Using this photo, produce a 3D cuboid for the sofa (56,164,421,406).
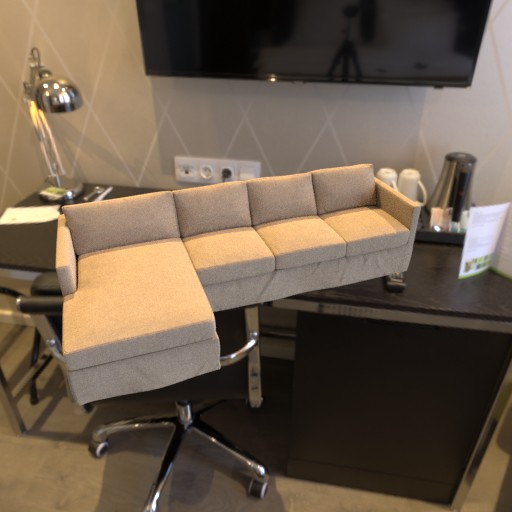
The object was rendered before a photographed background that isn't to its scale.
[{"bbox_3d":[0.000,0.000,3.868,3.198,0.920,1.638,-10,33,-17],"label":"sofa"}]
